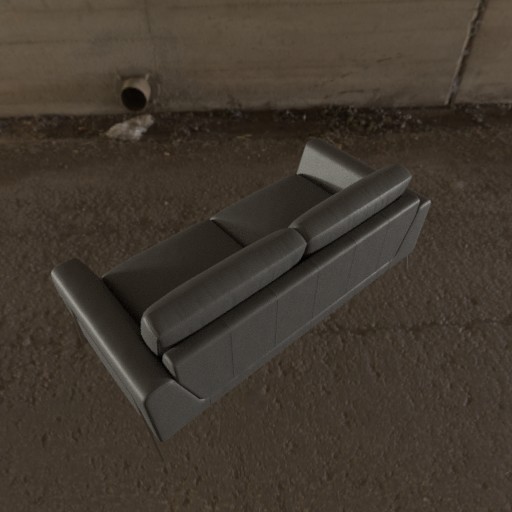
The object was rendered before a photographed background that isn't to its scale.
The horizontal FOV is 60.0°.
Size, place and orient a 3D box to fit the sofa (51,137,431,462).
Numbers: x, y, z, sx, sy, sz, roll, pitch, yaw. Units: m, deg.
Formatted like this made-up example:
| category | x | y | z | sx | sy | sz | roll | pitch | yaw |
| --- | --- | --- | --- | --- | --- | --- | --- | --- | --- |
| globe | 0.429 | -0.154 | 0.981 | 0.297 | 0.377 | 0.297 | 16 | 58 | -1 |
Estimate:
| category | x | y | z | sx | sy | sz | roll | pitch | yaw |
| --- | --- | --- | --- | --- | --- | --- | --- | --- | --- |
| sofa | 0.000 | 0.000 | 2.599 | 2.017 | 0.875 | 0.953 | -31 | 54 | -27 |
